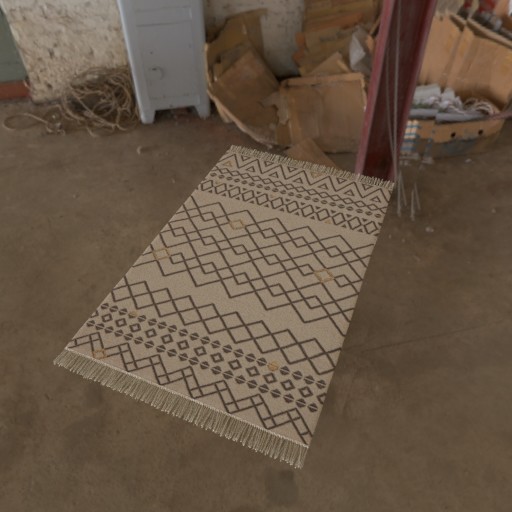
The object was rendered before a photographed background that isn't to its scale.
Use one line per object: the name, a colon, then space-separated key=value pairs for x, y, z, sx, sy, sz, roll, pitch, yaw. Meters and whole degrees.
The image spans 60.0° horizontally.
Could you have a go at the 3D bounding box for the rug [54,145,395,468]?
rug: x=0.000 y=0.000 z=2.540 sx=1.224 sy=0.028 sz=2.023 roll=17 pitch=48 yaw=15
